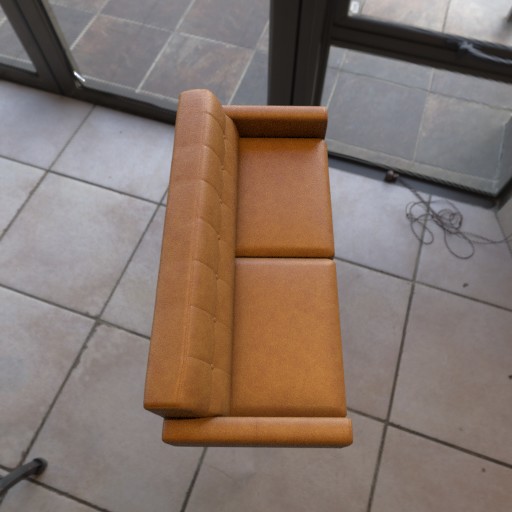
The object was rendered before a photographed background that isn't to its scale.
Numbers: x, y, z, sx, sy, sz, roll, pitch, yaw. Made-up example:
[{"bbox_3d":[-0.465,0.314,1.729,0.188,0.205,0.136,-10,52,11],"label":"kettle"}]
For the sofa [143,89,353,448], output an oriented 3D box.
[{"bbox_3d":[0.000,0.000,2.705,0.980,0.892,2.137,1,64,0],"label":"sofa"}]
